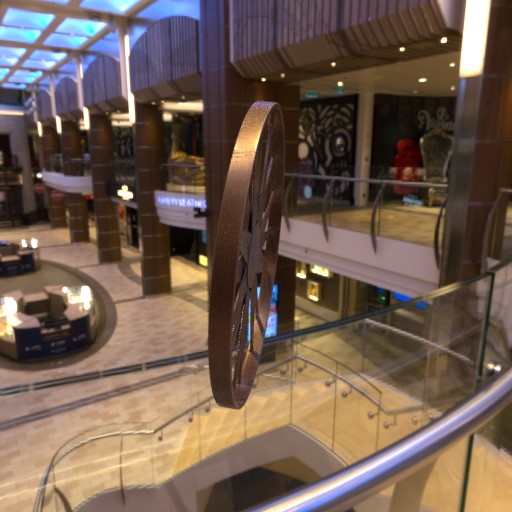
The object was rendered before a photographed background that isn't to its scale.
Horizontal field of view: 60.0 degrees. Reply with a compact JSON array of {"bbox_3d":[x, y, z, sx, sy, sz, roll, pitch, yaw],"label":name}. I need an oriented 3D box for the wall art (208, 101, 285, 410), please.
[{"bbox_3d":[0.000,0.000,0.884,0.084,0.583,0.582,2,14,9],"label":"wall art"}]
